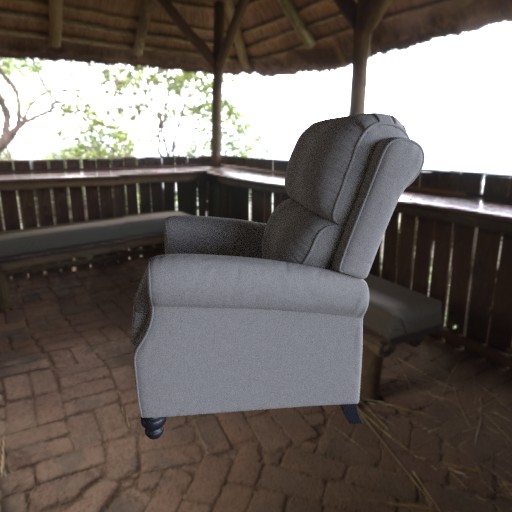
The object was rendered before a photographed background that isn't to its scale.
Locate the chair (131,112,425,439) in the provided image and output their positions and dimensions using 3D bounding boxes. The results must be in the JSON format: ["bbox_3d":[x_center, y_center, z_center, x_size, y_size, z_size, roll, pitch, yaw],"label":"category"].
[{"bbox_3d":[0.000,0.000,1.729,0.919,1.046,0.859,-2,15,-7],"label":"chair"}]
